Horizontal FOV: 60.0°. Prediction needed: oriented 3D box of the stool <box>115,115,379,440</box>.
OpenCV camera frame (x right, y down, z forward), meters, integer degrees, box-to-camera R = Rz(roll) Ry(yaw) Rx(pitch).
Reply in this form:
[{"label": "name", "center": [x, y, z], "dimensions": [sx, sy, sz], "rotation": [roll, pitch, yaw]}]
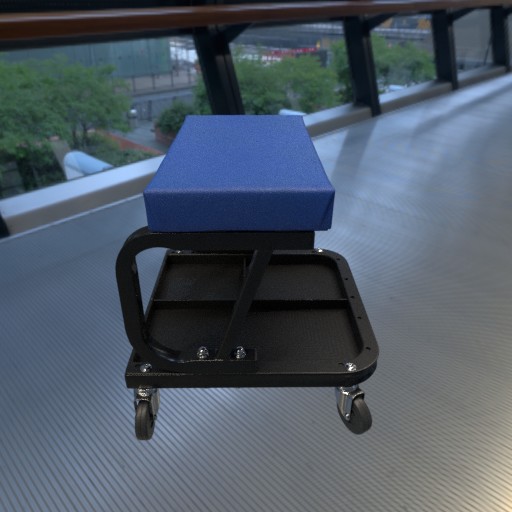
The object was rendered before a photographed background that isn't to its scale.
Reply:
[{"label": "stool", "center": [0.000, 0.000, 0.733], "dimensions": [0.371, 0.380, 0.446], "rotation": [0, 30, 0]}]
